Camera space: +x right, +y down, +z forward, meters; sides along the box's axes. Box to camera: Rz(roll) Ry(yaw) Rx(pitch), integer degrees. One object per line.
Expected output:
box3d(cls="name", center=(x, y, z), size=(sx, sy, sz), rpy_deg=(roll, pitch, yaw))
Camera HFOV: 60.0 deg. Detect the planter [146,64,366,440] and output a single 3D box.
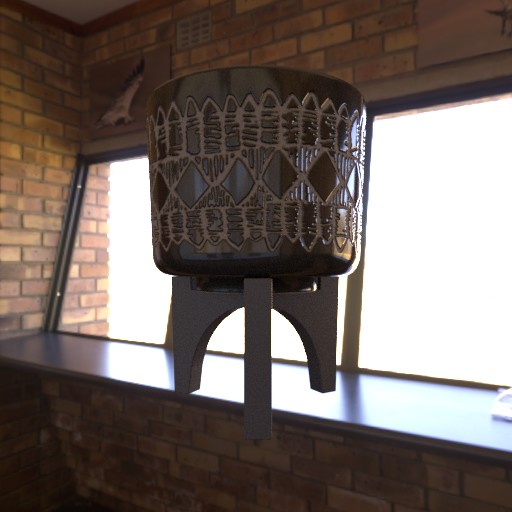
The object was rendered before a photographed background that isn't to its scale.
box3d(cls="planter", center=(0.000, 0.000, 0.402), size=(0.196, 0.264, 0.196), rpy_deg=(0, -1, -1))
